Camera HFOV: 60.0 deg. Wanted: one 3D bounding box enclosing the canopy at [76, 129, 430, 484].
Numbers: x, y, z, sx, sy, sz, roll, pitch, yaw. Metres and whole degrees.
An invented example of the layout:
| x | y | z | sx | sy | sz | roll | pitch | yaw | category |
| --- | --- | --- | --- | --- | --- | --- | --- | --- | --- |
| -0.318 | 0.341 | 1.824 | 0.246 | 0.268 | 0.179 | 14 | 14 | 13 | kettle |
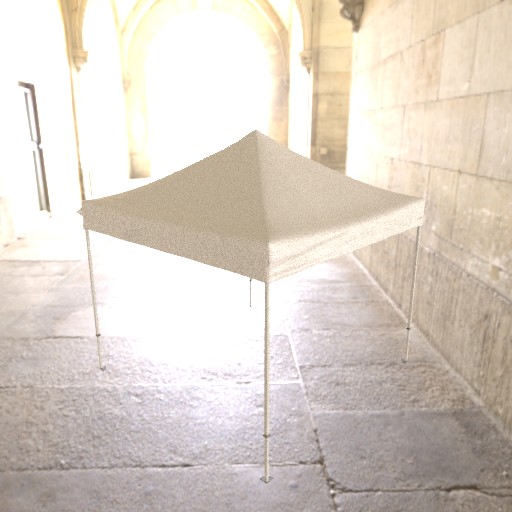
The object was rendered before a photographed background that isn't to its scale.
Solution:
| x | y | z | sx | sy | sz | roll | pitch | yaw | category |
| --- | --- | --- | --- | --- | --- | --- | --- | --- | --- |
| 0.000 | 0.000 | 5.446 | 2.996 | 2.998 | 2.994 | 14 | 21 | 40 | canopy |
